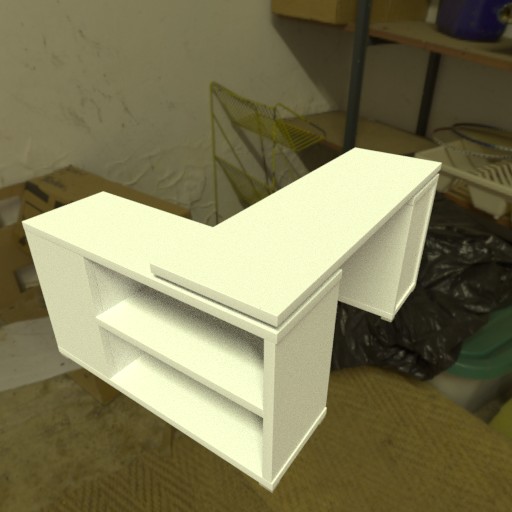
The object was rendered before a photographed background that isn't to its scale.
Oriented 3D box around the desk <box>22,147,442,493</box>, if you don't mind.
[{"bbox_3d":[0.000,0.000,2.156,1.200,0.753,1.524,19,35,30],"label":"desk"}]
